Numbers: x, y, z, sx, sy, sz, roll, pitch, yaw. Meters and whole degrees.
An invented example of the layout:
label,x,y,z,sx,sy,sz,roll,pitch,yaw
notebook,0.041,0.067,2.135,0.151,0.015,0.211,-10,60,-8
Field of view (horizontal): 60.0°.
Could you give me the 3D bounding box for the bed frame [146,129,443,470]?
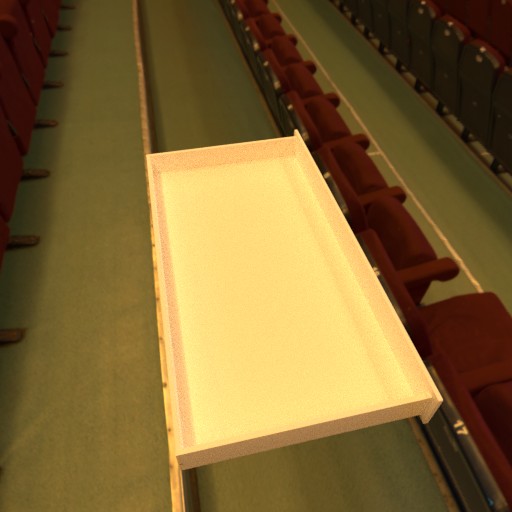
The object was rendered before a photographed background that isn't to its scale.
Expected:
label,x,y,z,sx,sy,sz,roll,pitch,yaw
bed frame,0.000,0.000,1.542,0.670,0.141,1.300,-9,48,-9
